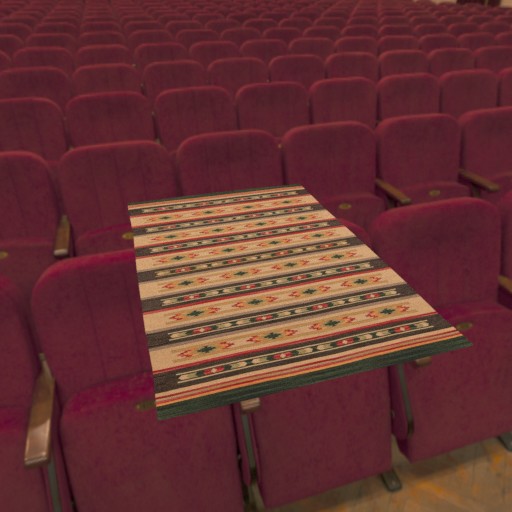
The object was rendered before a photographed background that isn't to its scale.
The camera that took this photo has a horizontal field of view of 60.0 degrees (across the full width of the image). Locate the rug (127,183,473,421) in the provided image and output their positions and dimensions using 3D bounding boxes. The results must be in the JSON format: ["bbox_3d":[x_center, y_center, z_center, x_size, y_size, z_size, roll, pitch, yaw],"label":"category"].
[{"bbox_3d":[0.000,0.000,2.328,1.221,0.009,1.825,-9,31,-15],"label":"rug"}]
